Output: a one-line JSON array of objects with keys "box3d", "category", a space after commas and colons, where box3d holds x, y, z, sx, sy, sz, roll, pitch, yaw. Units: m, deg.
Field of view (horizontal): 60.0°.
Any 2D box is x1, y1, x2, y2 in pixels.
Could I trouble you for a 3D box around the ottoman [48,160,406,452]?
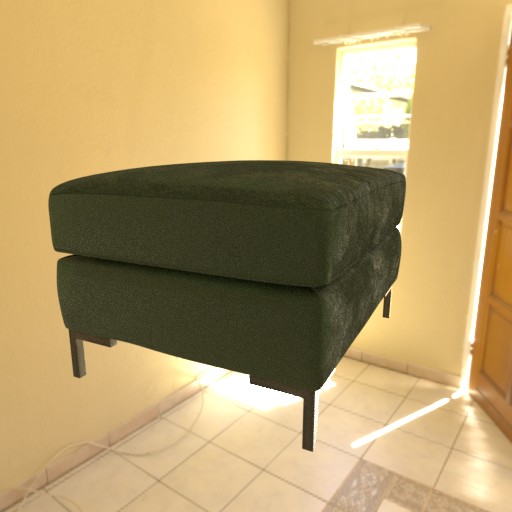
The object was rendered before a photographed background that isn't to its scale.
[{"box3d": [0.000, 0.000, 1.285, 0.701, 0.538, 0.839, 7, 15, 26], "category": "ottoman"}]
